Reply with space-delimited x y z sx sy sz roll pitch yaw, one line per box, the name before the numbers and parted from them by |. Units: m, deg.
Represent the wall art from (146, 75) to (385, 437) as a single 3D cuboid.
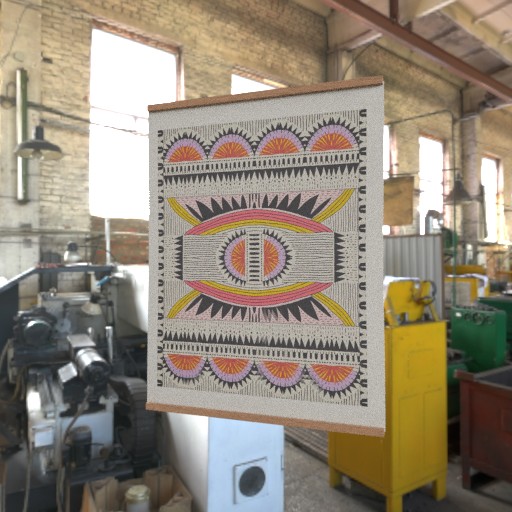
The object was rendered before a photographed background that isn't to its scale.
wall art | 0.000 0.000 1.374 0.765 1.016 0.028 0 -1 18
